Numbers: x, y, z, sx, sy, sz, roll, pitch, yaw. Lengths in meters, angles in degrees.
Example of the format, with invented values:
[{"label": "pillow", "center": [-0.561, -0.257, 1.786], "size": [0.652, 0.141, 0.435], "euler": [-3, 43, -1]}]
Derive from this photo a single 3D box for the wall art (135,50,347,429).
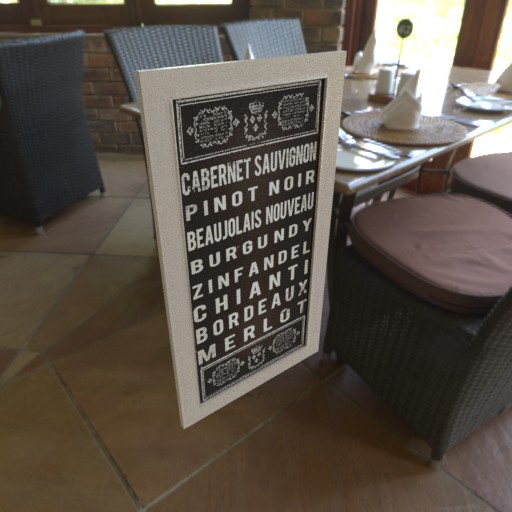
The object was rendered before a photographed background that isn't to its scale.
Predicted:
[{"label": "wall art", "center": [0.000, 0.000, 0.836], "size": [0.380, 0.683, 0.013], "euler": [-21, 37, -31]}]
